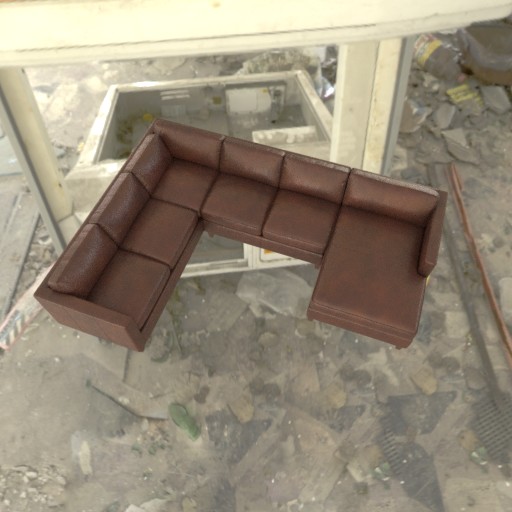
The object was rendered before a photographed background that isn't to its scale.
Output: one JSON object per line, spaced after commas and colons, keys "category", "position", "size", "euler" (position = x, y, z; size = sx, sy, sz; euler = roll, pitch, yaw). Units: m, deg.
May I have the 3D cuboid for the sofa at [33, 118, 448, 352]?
{"category": "sofa", "position": [0.000, 0.000, 4.466], "size": [3.324, 0.891, 2.452], "euler": [17, 60, 10]}
